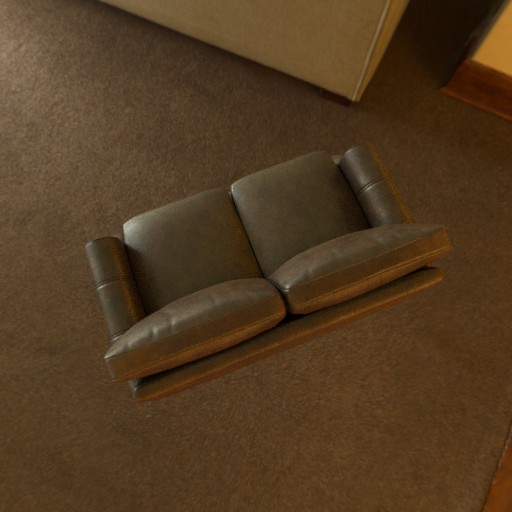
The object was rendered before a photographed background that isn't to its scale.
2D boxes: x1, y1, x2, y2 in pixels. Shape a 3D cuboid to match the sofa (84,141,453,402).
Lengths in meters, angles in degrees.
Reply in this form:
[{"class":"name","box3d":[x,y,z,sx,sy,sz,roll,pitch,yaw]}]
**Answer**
[{"class":"sofa","box3d":[0.000,0.000,2.310,1.616,0.976,0.990,-21,76,-5]}]
